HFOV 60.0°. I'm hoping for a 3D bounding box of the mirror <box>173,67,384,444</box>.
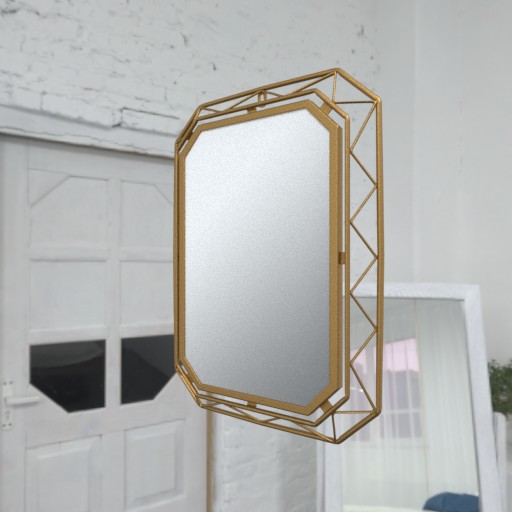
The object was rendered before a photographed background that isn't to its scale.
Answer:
[{"bbox_3d":[0.000,0.000,0.726,0.417,0.566,0.042,0,0,36],"label":"mirror"}]
